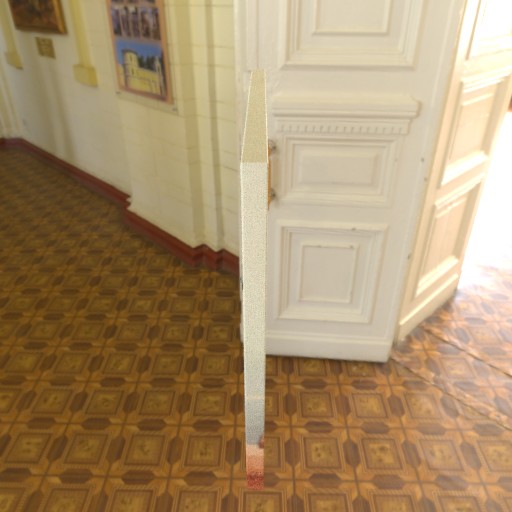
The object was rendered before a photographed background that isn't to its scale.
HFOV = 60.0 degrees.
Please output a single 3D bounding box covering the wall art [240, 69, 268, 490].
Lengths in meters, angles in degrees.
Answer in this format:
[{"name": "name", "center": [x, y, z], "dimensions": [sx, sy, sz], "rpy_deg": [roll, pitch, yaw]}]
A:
[{"name": "wall art", "center": [0.000, 0.000, 0.595], "dimensions": [0.023, 0.405, 0.405], "rpy_deg": [0, 31, 1]}]
